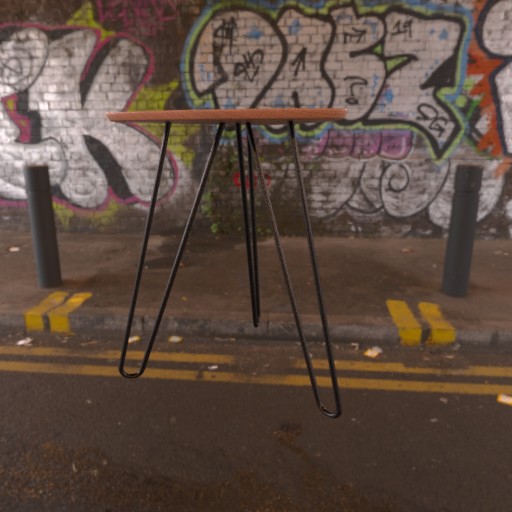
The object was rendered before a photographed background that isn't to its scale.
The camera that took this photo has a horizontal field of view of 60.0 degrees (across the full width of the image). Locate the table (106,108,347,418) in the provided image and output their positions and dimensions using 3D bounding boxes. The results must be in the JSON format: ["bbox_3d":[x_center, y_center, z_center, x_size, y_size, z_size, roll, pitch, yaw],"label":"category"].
[{"bbox_3d":[0.000,0.000,0.917,0.442,0.564,0.455,-14,21,-43],"label":"table"}]
